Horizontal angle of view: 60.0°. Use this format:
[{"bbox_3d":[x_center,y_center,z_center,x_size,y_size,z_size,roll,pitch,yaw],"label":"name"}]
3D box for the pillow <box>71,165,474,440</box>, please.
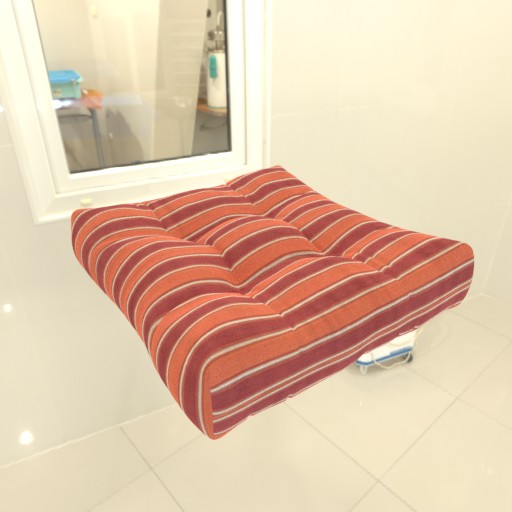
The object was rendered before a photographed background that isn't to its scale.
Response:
[{"bbox_3d":[0.000,0.000,0.711,0.468,0.133,0.490,-19,34,-30],"label":"pillow"}]
